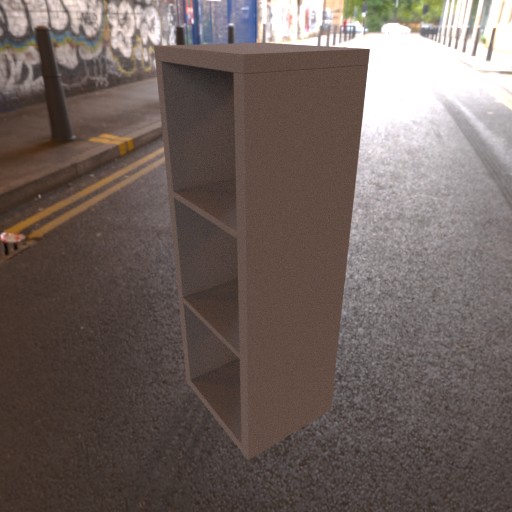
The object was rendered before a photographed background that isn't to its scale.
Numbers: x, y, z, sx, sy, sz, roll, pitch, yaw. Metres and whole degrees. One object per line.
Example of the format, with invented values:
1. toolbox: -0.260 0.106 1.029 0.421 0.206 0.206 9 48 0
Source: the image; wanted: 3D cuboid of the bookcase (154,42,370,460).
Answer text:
1. bookcase: 0.000 0.000 1.266 0.330 1.080 0.390 -18 33 -31
